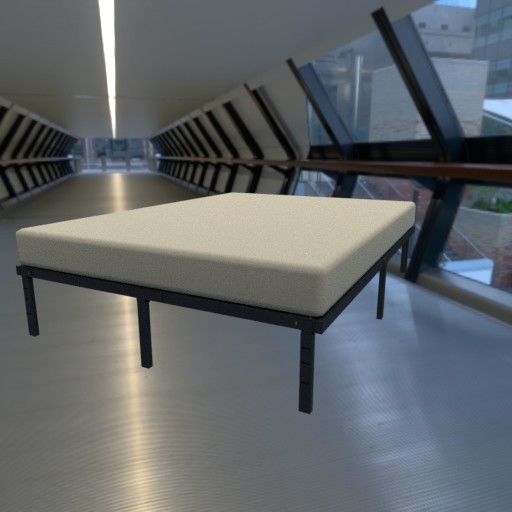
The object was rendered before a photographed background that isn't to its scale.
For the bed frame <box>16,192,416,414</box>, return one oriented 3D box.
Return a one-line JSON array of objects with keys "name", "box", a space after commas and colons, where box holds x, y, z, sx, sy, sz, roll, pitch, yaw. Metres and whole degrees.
[{"name": "bed frame", "box": [0.000, 0.000, 3.447, 1.990, 0.680, 2.635, 7, 15, 26]}]
